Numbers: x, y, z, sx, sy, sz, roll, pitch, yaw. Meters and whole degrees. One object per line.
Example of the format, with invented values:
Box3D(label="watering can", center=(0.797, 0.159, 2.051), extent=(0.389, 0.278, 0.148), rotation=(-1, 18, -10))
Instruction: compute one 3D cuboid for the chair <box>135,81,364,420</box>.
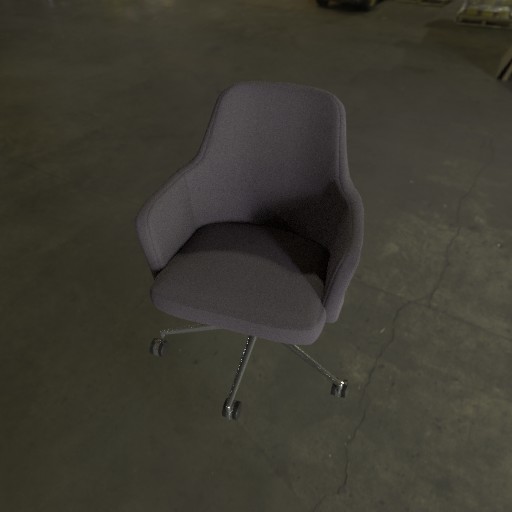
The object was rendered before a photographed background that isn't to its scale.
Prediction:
Box3D(label="chair", center=(0.000, 0.000, 1.286), extent=(0.655, 0.820, 0.600), rotation=(11, 41, 14))
